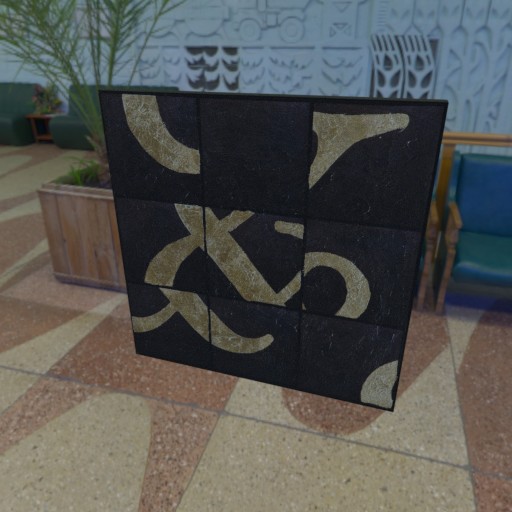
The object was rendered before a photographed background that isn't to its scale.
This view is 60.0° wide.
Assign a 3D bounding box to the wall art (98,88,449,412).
[{"bbox_3d":[0.000,0.000,1.101,0.758,0.758,0.044,8,27,16],"label":"wall art"}]
